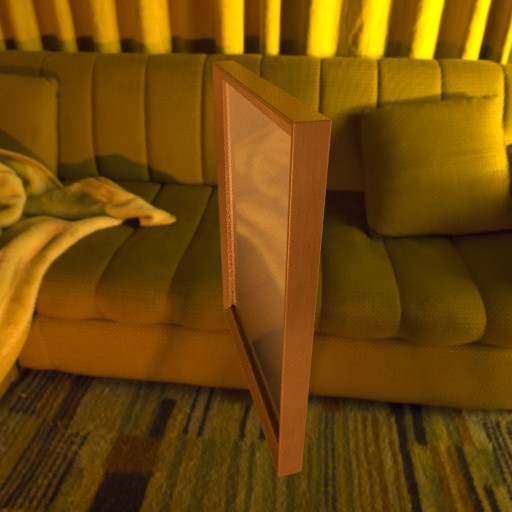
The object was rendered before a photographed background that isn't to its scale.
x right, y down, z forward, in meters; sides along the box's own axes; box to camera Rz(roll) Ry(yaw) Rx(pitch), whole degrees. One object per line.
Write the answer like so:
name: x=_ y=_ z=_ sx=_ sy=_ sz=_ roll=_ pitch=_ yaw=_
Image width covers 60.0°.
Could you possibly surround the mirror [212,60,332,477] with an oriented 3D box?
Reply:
mirror: x=0.000 y=0.000 z=0.686 sx=0.041 sy=0.509 sz=0.406 roll=-8 pitch=32 yaw=-13
